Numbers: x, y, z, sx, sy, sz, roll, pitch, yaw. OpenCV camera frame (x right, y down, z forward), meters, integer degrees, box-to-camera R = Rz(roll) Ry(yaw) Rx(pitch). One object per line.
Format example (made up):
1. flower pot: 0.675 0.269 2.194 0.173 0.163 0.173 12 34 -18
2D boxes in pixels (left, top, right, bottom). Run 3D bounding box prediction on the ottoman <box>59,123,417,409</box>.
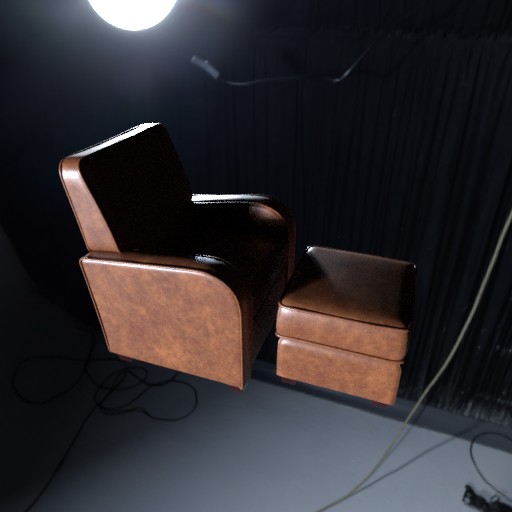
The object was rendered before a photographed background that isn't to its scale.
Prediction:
1. ottoman: 0.000 0.000 1.872 1.314 0.904 0.732 10 32 17
